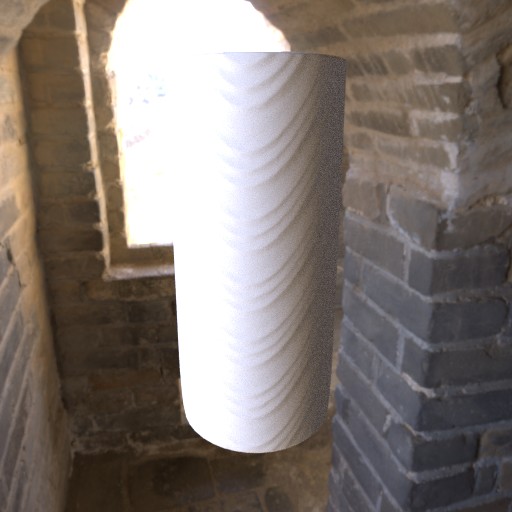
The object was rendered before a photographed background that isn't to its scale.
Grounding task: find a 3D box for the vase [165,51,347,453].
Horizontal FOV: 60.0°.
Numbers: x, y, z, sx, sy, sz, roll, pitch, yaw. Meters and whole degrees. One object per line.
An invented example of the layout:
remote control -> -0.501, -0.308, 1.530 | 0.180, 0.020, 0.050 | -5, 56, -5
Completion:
vase -> 0.000, 0.000, 0.391 | 0.143, 0.316, 0.143 | 0, 18, 0
